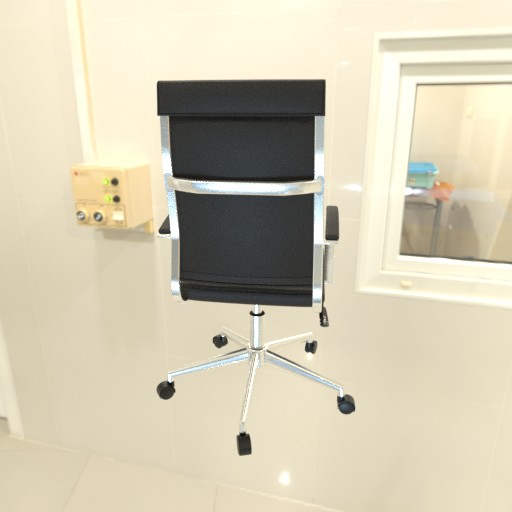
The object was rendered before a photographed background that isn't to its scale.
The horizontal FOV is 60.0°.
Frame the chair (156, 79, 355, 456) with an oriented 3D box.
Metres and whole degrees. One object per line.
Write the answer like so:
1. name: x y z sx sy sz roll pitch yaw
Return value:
1. chair: 0.000 0.000 1.601 0.766 1.149 0.739 2 19 7
